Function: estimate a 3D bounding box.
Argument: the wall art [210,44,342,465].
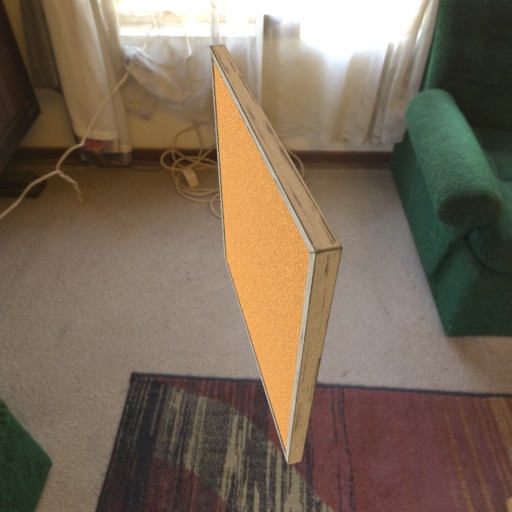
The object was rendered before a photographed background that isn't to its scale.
[{"bbox_3d":[0.000,0.000,1.120,0.037,0.761,0.761,-11,46,-10],"label":"wall art"}]
